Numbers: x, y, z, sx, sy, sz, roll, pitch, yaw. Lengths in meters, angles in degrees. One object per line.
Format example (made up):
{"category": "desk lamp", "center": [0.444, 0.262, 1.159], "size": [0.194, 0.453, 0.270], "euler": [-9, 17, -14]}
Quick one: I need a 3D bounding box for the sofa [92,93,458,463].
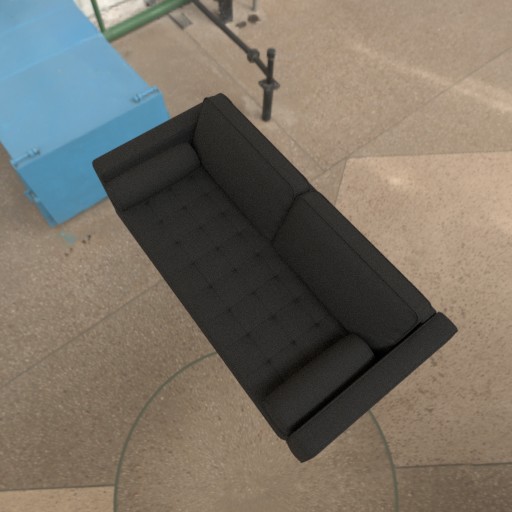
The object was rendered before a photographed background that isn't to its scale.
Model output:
{"category": "sofa", "center": [0.000, 0.000, 2.380], "size": [0.914, 0.759, 1.875], "euler": [-34, 68, -16]}
